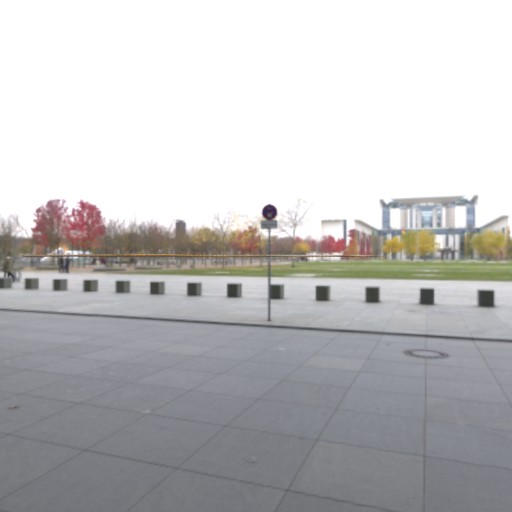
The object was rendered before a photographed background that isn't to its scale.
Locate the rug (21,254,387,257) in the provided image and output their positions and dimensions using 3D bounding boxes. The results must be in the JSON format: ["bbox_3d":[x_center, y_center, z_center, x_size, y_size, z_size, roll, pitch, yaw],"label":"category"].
[{"bbox_3d":[0.000,0.000,2.526,0.704,0.014,2.294,0,0,36],"label":"rug"}]
